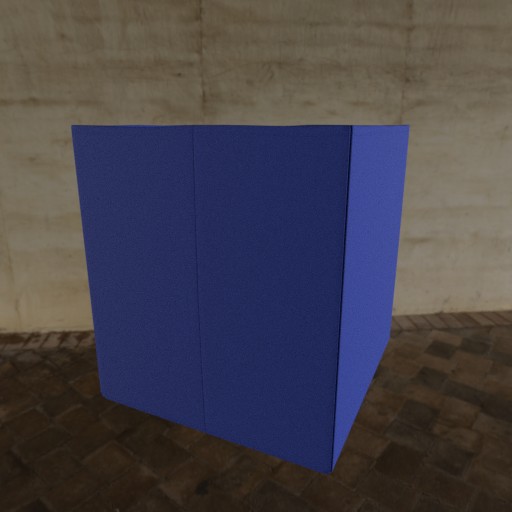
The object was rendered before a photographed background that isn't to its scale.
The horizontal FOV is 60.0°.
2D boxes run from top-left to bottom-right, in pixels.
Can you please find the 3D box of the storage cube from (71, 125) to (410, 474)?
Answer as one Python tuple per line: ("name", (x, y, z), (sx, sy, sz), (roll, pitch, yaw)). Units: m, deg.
("storage cube", (0.000, 0.000, 0.493), (0.270, 0.280, 0.270), (8, 18, 25))
